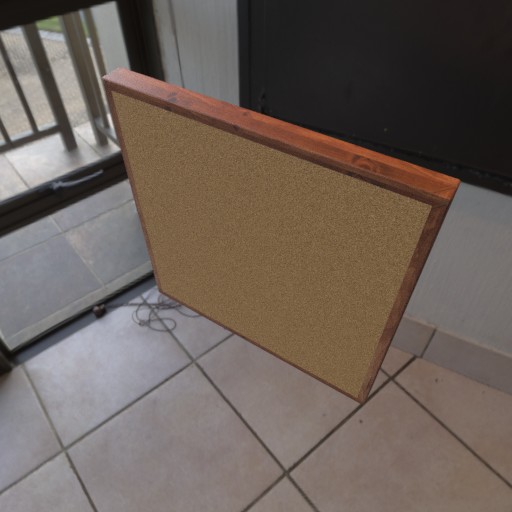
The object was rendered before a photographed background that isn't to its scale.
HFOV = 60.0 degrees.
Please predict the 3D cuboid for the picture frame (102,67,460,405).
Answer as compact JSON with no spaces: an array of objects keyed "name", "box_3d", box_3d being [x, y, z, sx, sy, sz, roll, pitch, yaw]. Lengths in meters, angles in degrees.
[{"name":"picture frame","box_3d":[0.000,0.000,0.524,0.352,0.356,0.028,25,53,21]}]
